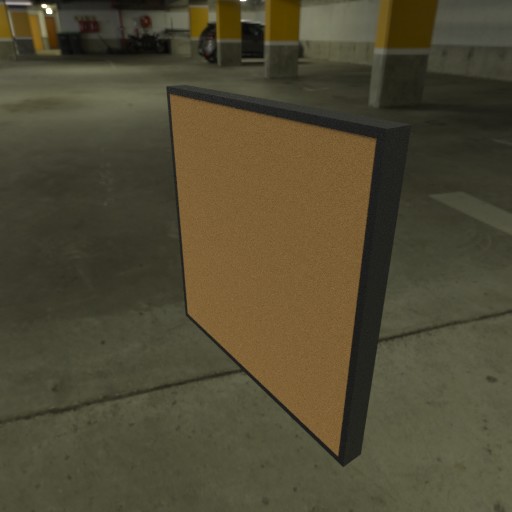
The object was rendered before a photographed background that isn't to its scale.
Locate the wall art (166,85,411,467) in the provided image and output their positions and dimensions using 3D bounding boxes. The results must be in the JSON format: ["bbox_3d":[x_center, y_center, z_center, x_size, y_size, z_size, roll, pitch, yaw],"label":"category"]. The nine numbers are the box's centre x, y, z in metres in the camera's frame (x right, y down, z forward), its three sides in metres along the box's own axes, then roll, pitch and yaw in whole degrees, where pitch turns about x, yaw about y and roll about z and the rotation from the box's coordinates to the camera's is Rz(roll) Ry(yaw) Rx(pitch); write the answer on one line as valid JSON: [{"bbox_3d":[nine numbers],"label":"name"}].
[{"bbox_3d":[0.000,0.000,0.761,0.040,0.509,0.509,-18,32,-32],"label":"wall art"}]
